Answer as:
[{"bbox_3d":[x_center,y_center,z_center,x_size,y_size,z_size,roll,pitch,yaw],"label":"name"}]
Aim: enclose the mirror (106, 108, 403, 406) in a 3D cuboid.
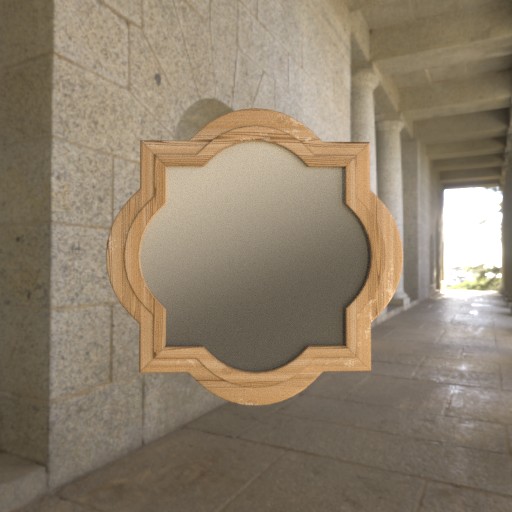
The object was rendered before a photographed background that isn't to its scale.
[{"bbox_3d":[0.000,0.000,1.048,0.686,0.686,0.019,0,-1,-2],"label":"mirror"}]
